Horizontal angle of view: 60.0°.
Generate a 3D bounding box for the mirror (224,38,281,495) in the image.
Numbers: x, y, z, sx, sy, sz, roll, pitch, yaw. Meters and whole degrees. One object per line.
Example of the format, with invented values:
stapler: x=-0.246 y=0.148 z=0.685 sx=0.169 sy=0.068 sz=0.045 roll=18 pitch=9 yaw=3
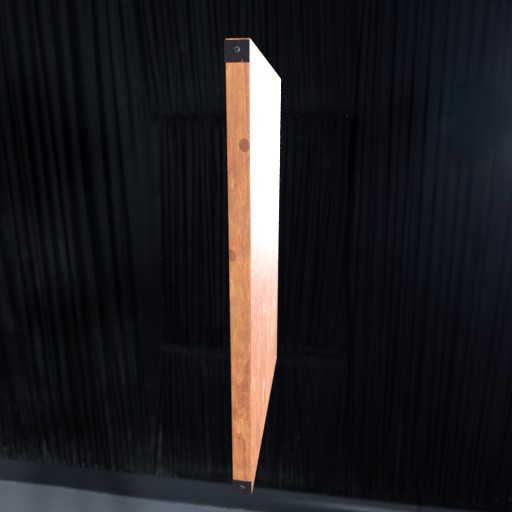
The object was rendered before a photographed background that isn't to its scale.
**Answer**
mirror: x=0.000 y=0.000 z=0.951 sx=0.053 sy=0.761 sz=0.517 roll=2 pitch=16 yaw=7
